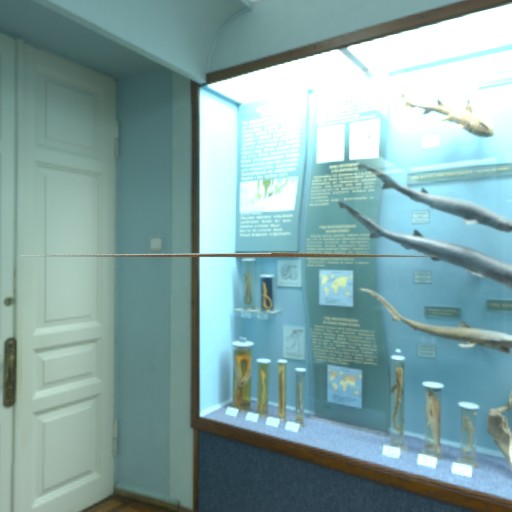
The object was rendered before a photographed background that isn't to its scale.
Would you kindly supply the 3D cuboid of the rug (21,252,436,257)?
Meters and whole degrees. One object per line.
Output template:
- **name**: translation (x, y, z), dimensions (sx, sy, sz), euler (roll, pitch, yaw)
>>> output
- **rug**: translation (0.000, 0.000, 4.112), dimensions (2.451, 0.008, 3.143), euler (0, -1, 36)
